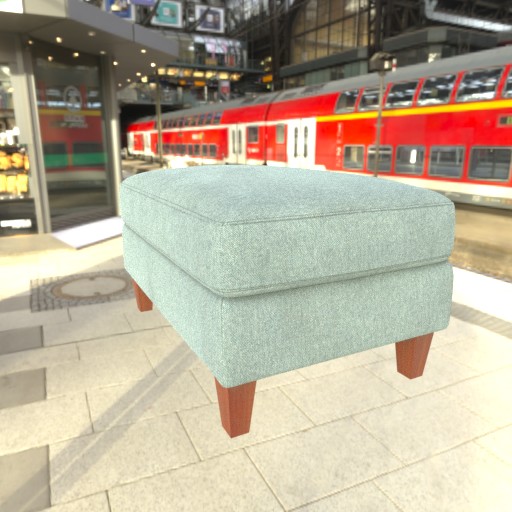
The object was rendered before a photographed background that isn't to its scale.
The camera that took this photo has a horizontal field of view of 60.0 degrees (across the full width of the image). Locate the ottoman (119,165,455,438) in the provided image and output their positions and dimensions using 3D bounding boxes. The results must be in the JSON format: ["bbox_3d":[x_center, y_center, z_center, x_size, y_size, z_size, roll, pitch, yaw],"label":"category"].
[{"bbox_3d":[0.000,0.000,1.230,0.584,0.483,0.864,-7,16,-26],"label":"ottoman"}]
